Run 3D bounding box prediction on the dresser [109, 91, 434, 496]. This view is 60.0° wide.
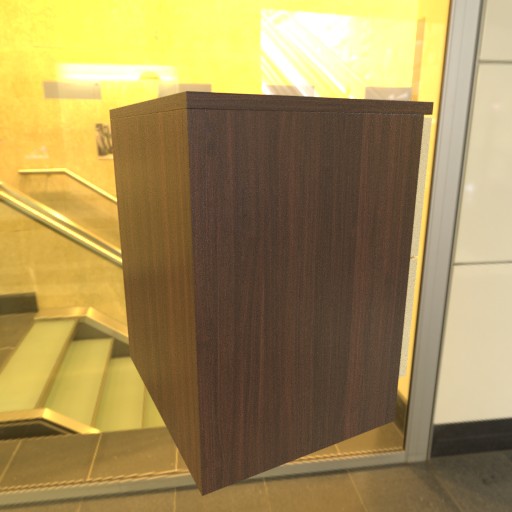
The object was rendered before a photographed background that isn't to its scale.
[{"bbox_3d":[0.000,0.000,0.735,0.360,0.470,0.400,-8,17,-27],"label":"dresser"}]
